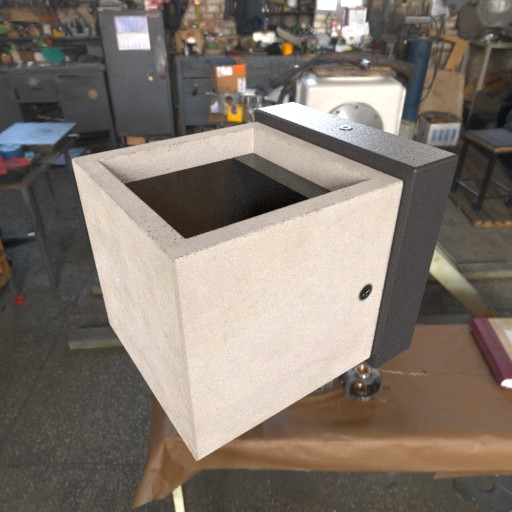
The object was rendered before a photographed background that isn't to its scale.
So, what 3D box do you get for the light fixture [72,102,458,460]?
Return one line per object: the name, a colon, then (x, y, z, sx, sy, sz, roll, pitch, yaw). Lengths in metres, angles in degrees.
light fixture: (0.000, 0.000, 0.241, 0.143, 0.121, 0.121, -21, 38, -29)
